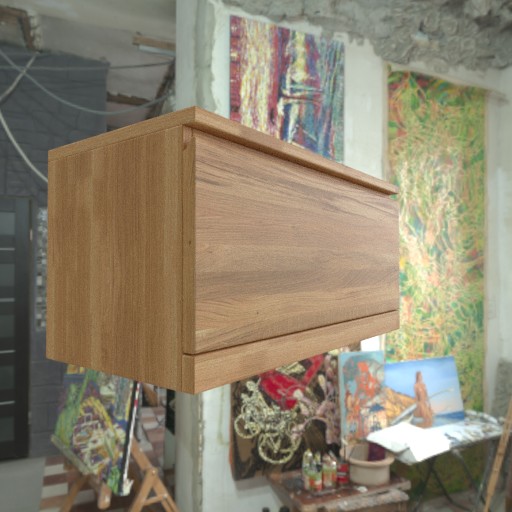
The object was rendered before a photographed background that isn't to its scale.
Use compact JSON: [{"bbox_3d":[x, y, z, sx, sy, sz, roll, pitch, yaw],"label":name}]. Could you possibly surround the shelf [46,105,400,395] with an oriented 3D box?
[{"bbox_3d":[0.000,0.000,1.047,0.400,0.400,0.800,-1,-2,38],"label":"shelf"}]
